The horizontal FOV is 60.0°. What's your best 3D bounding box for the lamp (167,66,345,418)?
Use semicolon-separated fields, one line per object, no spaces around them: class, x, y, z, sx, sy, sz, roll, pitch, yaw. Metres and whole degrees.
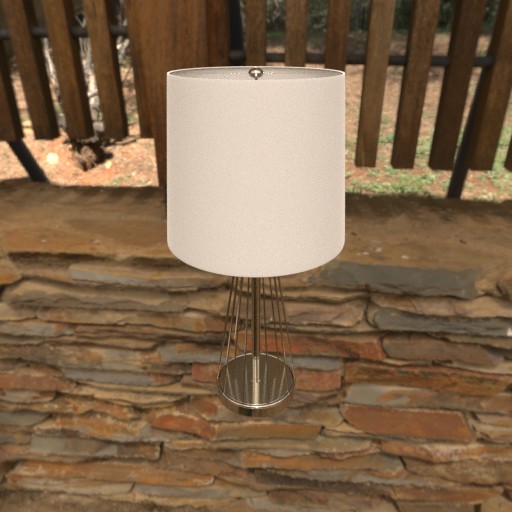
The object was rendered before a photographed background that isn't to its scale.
lamp;0.000;0.000;0.789;0.303;0.618;0.303;0;27;0
